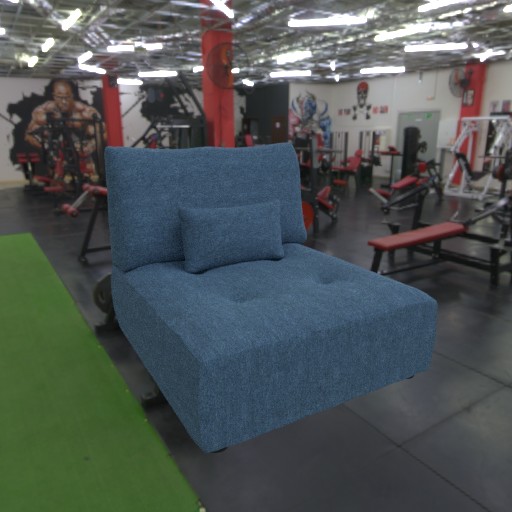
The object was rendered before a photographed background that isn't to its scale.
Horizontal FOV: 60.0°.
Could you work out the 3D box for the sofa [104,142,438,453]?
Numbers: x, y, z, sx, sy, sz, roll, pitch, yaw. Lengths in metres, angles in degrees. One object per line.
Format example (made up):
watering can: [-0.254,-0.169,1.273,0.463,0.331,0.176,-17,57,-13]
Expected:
sofa: [0.000,0.000,1.730,0.930,0.820,1.000,-9,19,-29]
